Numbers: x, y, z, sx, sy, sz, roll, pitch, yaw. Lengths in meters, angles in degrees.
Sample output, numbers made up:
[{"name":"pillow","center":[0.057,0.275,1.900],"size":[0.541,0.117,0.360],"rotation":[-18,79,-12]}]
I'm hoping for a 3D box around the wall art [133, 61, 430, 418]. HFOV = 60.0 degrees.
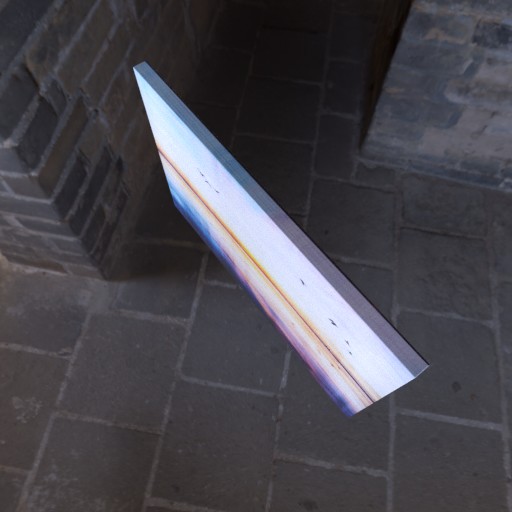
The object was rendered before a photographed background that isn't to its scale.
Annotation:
[{"name":"wall art","center":[0.000,0.000,1.167],"size":[0.037,0.605,0.911],"rotation":[-35,69,-15]}]
